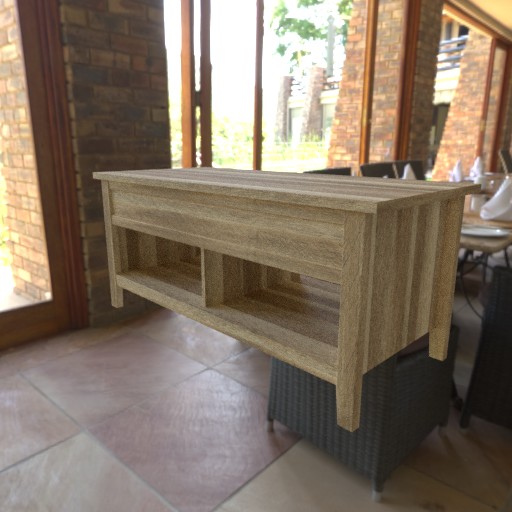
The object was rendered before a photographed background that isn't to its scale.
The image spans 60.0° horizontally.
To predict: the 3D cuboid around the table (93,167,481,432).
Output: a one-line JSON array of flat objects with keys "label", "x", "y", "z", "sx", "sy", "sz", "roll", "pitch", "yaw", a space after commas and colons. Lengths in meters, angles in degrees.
[{"label": "table", "x": 0.000, "y": 0.000, "z": 1.369, "sx": 0.493, "sy": 0.480, "sz": 1.095, "roll": -14, "pitch": 20, "yaw": -43}]
